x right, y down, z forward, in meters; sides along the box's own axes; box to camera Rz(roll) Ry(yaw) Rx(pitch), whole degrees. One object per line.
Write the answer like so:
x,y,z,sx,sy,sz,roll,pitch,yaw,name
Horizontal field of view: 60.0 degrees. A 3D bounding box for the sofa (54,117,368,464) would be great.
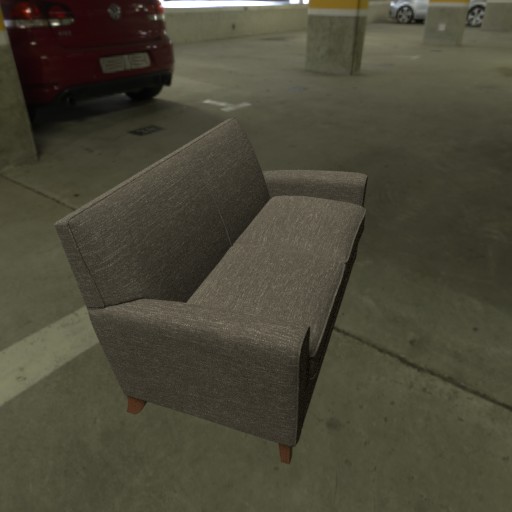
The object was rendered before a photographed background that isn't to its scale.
0.000,0.000,2.088,0.867,0.905,1.509,10,32,17,sofa
